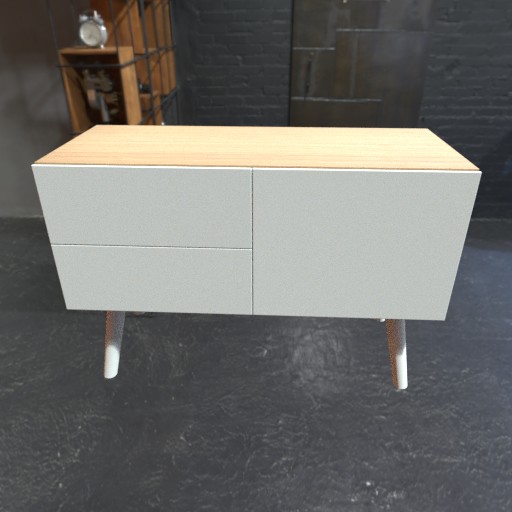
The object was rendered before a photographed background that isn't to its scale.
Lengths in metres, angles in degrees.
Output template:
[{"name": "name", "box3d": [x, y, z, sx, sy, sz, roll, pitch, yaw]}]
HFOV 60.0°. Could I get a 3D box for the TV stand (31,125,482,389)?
[{"name": "TV stand", "box3d": [0.000, 0.000, 1.307, 0.991, 0.660, 0.407, 1, 29, 3]}]
